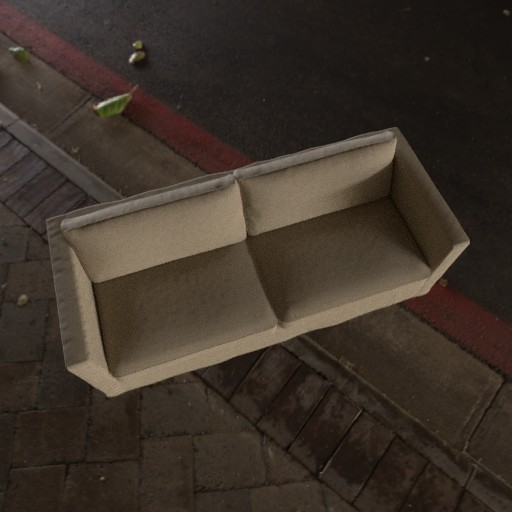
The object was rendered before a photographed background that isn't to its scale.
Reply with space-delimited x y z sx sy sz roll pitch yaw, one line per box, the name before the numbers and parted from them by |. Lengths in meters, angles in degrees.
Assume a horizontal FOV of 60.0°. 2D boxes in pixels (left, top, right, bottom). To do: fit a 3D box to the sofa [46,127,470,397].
sofa | 0.000 0.000 2.770 2.296 0.847 0.956 -16 64 -8
